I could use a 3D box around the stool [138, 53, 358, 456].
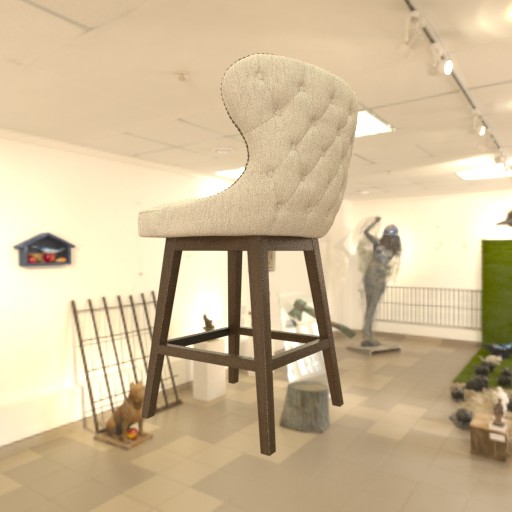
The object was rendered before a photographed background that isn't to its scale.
[{"bbox_3d":[0.000,0.000,1.370,0.597,0.972,0.615,0,1,35],"label":"stool"}]
